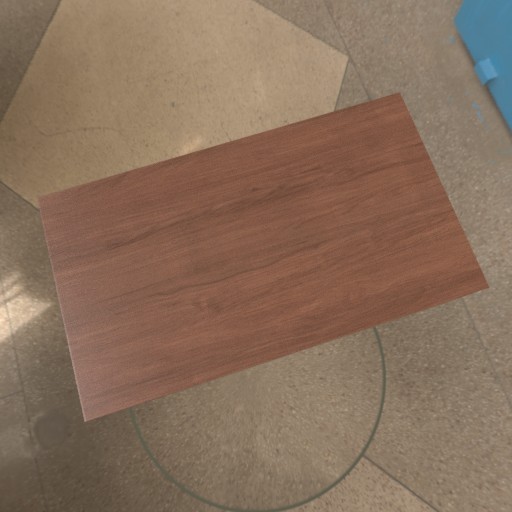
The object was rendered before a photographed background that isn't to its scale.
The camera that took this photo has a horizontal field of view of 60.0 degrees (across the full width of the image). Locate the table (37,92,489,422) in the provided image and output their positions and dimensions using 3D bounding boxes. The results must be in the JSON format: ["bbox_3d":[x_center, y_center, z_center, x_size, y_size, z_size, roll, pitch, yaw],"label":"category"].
[{"bbox_3d":[0.000,0.000,1.311,1.020,0.380,0.600,-17,76,-4],"label":"table"}]
